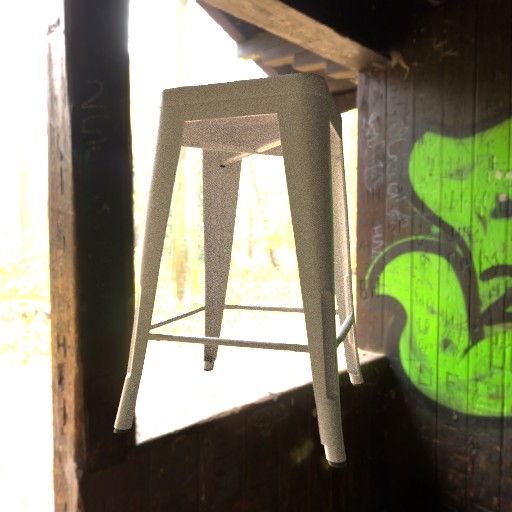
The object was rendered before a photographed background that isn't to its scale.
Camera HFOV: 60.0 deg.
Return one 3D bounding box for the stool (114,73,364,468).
[{"bbox_3d":[0.000,0.000,0.898,0.406,0.610,0.406,1,2,18],"label":"stool"}]
